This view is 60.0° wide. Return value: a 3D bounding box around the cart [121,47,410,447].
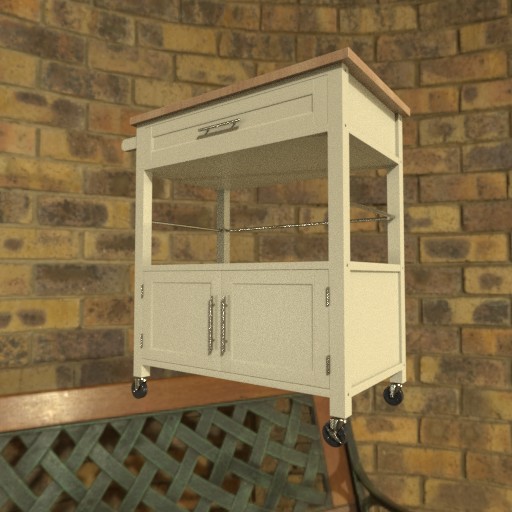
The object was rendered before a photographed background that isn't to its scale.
[{"bbox_3d":[0.000,0.000,1.404,0.840,0.901,0.459,-2,-3,36],"label":"cart"}]
